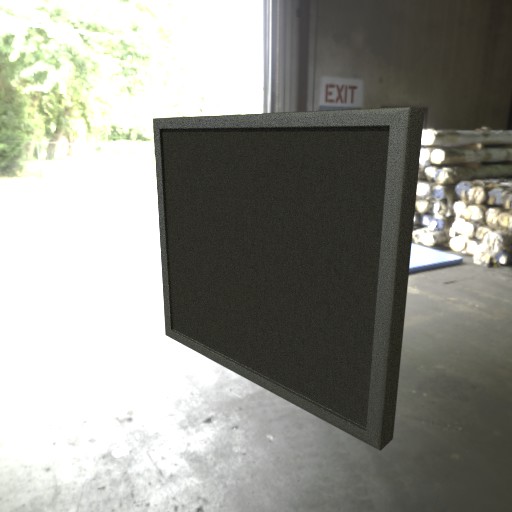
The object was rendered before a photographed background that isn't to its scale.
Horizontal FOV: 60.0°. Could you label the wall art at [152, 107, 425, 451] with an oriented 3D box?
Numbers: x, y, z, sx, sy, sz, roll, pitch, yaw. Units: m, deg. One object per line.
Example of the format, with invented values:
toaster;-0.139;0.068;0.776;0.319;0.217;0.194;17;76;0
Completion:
wall art;0.000;0.000;0.542;0.380;0.330;0.028;15;21;43
